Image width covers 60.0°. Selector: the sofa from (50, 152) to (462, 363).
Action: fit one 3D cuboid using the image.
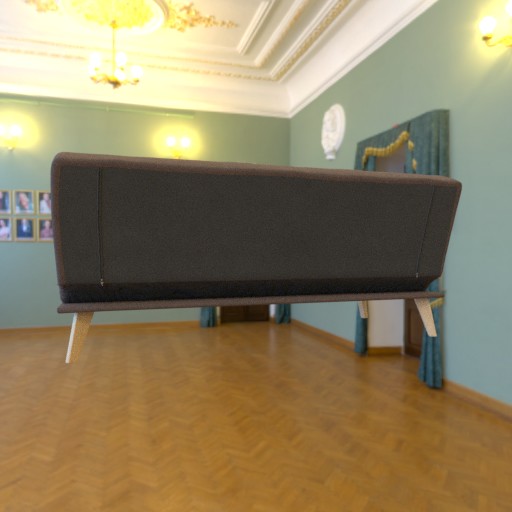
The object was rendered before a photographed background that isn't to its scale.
[{"bbox_3d":[0.000,0.000,2.232,1.800,0.810,0.860,0,1,-18],"label":"sofa"}]
